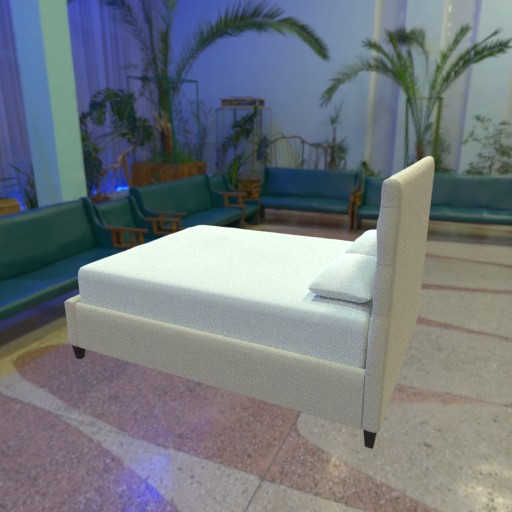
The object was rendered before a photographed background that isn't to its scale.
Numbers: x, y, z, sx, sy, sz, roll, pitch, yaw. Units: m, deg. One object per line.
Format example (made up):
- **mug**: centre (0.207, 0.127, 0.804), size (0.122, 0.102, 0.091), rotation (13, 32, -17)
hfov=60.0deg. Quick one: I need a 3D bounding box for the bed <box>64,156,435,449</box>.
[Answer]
- **bed**: centre (0.000, 0.000, 3.315), size (2.233, 1.426, 1.696), rotation (8, 18, 25)
